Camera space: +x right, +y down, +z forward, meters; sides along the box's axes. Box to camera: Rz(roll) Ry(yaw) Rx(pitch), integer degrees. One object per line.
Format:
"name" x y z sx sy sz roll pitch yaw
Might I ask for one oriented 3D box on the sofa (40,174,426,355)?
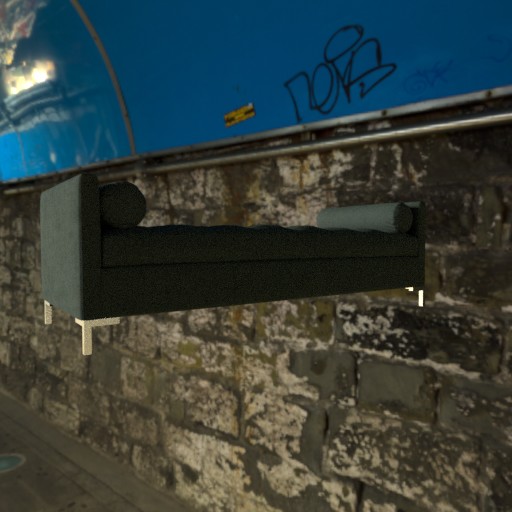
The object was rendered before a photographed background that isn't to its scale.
"sofa" 0.000 0.000 2.490 2.102 0.657 0.797 -1 3 -35
